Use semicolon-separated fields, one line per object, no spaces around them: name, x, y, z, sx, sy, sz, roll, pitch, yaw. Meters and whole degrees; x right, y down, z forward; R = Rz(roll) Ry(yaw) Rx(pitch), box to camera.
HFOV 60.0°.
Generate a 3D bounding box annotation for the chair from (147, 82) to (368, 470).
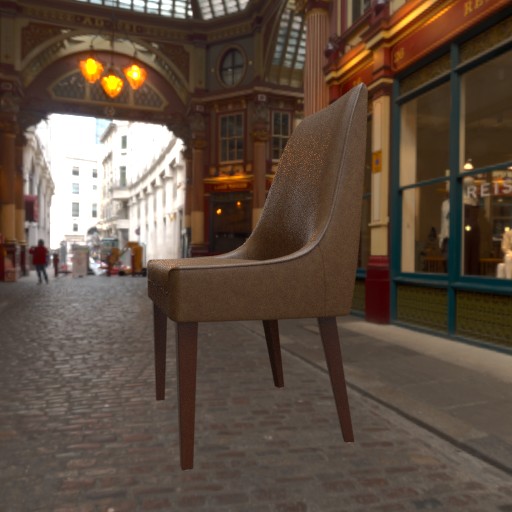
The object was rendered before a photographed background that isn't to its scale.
chair;0.000;0.000;1.182;0.544;0.861;0.529;0;1;-19
